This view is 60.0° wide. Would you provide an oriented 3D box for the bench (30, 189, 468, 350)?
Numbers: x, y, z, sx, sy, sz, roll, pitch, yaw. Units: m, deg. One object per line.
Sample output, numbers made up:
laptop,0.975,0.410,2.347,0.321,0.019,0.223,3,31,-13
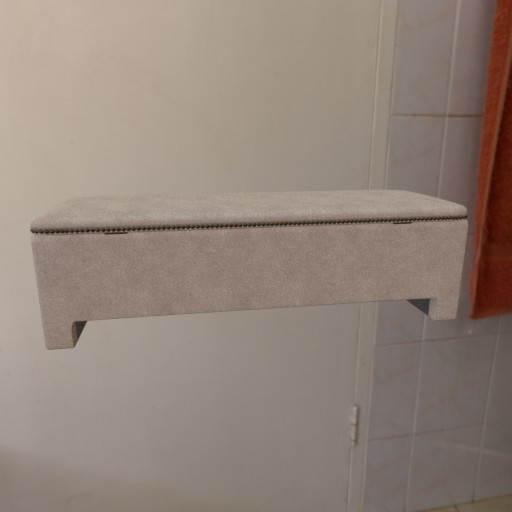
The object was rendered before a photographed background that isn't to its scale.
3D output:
bench,0.000,0.000,1.716,1.482,0.447,0.470,-3,16,-9
